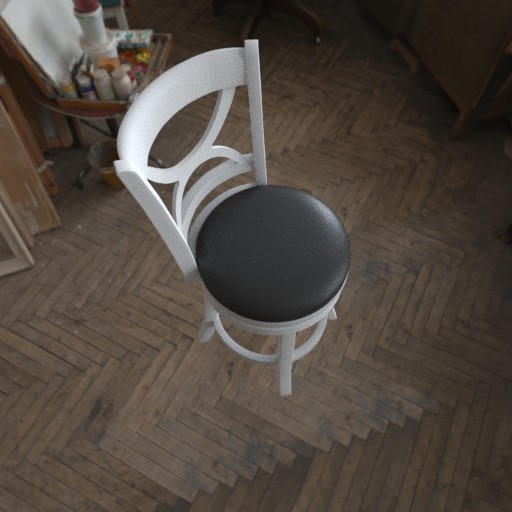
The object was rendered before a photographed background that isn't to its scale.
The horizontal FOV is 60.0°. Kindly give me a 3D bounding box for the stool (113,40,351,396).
[{"bbox_3d":[0.000,0.000,1.234,0.508,0.953,0.444,30,64,16],"label":"stool"}]
